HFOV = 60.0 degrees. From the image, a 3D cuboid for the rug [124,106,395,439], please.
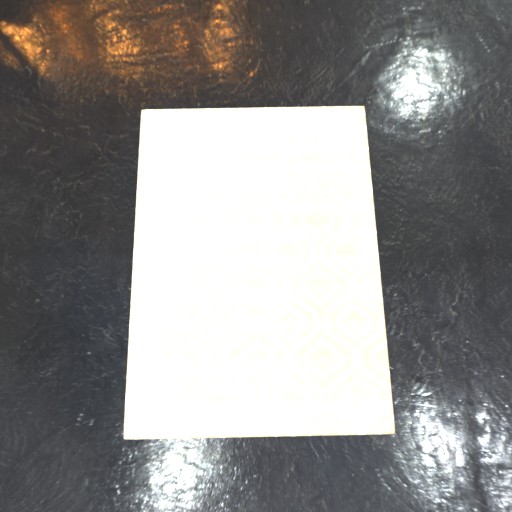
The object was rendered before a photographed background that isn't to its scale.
[{"bbox_3d":[0.000,0.000,4.403,2.438,0.010,3.353,-1,75,0],"label":"rug"}]
